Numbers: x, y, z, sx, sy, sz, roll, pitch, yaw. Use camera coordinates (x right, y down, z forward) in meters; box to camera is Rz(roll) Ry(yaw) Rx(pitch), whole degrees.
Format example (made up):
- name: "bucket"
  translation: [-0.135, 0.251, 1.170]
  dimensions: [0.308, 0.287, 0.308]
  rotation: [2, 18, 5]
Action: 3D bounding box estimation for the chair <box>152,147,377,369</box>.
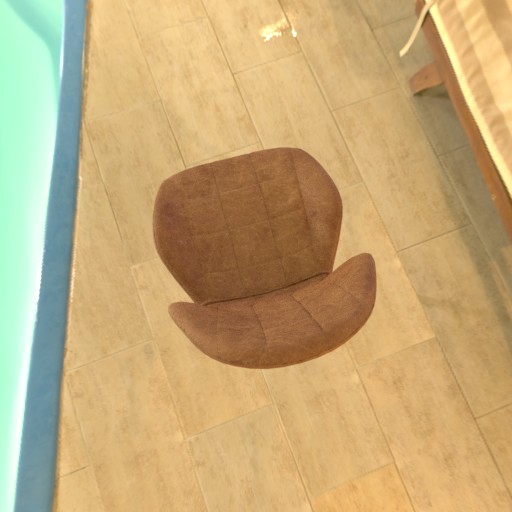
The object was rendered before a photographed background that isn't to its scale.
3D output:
- name: "chair"
  translation: [0.000, 0.000, 1.306]
  dimensions: [0.527, 0.929, 0.640]
  rotation: [-15, 77, -4]
